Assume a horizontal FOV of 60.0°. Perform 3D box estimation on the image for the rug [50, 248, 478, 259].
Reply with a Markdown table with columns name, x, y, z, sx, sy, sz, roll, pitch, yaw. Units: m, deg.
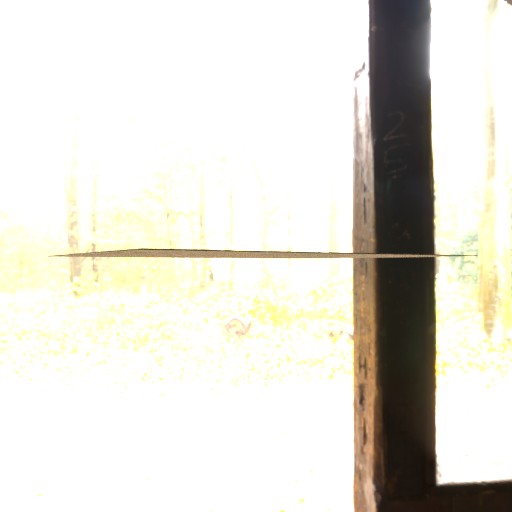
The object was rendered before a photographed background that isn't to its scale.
| name | x | y | z | sx | sy | sz | roll | pitch | yaw |
| --- | --- | --- | --- | --- | --- | --- | --- | --- | --- |
| rug | 0.000 | 0.000 | 4.012 | 3.045 | 0.007 | 2.436 | 1 | -1 | -35 |
